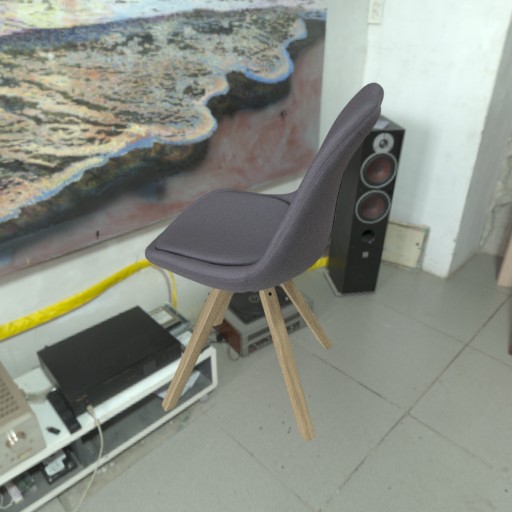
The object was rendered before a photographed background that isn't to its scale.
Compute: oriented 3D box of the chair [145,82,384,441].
[{"bbox_3d":[0.000,0.000,1.193,0.547,0.865,0.483,8,31,14],"label":"chair"}]
